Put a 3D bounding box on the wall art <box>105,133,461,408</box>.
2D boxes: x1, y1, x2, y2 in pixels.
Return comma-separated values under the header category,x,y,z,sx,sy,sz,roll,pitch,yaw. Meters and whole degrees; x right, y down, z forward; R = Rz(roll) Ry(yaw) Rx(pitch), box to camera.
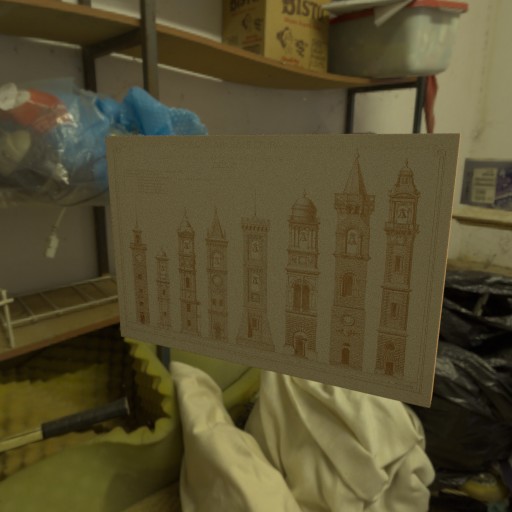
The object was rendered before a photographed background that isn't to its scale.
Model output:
category,x,y,z,sx,sy,sz,roll,pitch,yaw
wall art,0.000,0.000,0.774,0.609,0.407,0.039,7,16,24
